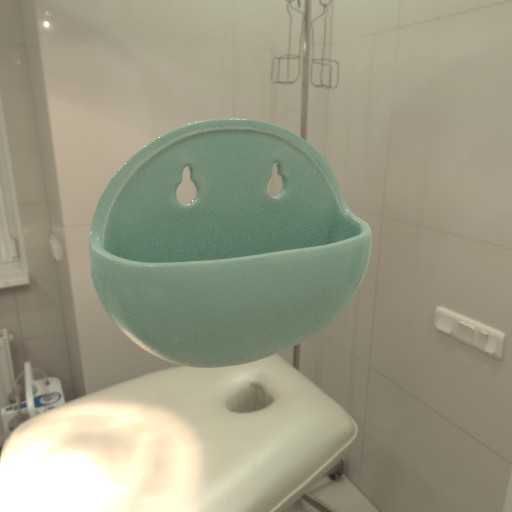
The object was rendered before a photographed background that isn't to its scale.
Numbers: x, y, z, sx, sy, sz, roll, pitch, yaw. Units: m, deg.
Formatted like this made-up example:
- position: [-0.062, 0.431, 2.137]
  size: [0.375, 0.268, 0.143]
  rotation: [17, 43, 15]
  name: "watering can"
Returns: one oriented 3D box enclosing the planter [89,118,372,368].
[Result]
- position: [0.000, 0.000, 0.274]
  size: [0.189, 0.164, 0.073]
  rotation: [-9, 19, -27]
  name: "planter"
